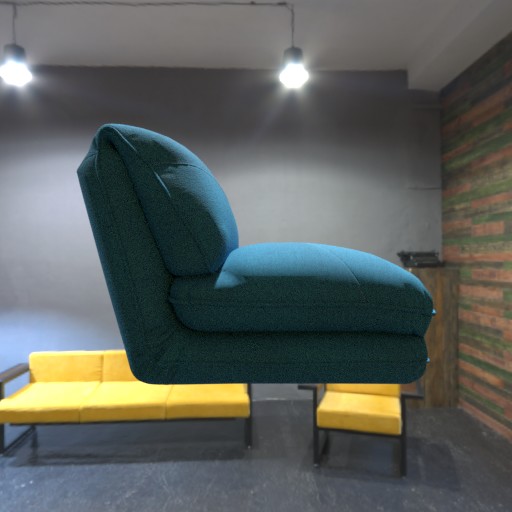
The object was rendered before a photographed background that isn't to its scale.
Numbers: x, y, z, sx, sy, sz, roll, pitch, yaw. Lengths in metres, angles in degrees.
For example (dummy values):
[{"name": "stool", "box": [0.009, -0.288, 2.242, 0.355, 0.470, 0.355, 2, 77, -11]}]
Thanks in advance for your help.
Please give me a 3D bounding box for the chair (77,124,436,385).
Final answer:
[{"name": "chair", "box": [0.000, 0.000, 1.321, 0.780, 0.580, 0.820, 0, -1, 0]}]
